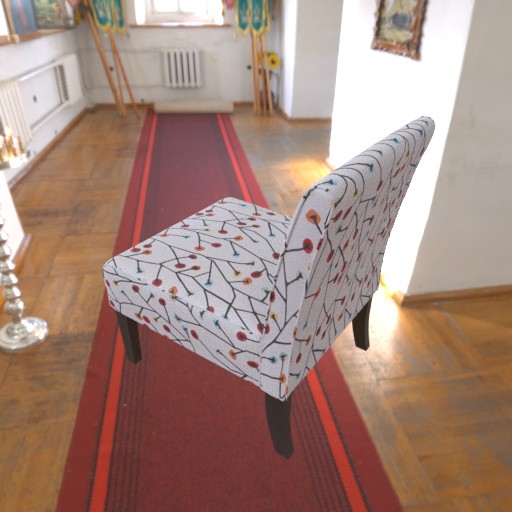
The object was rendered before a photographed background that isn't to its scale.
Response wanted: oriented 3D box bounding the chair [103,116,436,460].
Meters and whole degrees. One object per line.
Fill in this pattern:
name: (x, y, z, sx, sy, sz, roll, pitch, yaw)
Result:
chair: (0.000, 0.000, 1.325, 0.732, 0.813, 0.597, 21, 38, 30)
